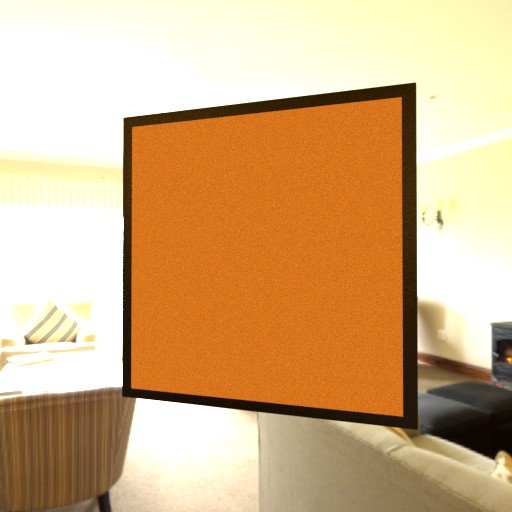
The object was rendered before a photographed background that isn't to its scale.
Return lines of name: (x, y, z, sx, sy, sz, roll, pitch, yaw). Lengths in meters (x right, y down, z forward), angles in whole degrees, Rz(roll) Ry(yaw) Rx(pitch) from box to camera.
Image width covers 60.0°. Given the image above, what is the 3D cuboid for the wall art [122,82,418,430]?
wall art: (0.000, 0.000, 1.105, 0.755, 0.761, 0.038, 0, -1, 18)
